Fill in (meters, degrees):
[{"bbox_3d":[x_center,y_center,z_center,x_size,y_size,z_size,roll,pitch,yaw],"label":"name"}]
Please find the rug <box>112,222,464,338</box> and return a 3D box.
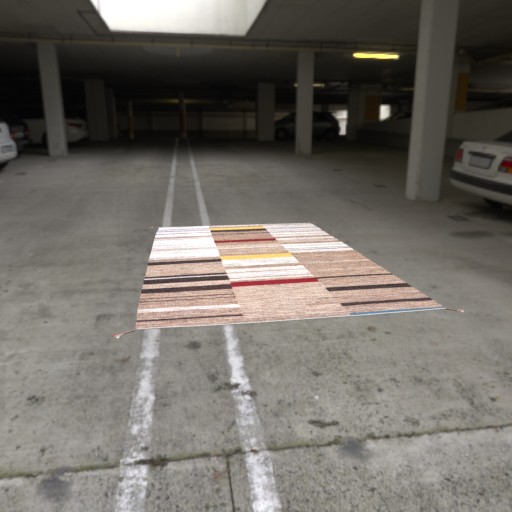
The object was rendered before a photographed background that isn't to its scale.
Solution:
[{"bbox_3d":[0.000,0.000,2.428,1.268,0.007,1.918,-2,15,-9],"label":"rug"}]
